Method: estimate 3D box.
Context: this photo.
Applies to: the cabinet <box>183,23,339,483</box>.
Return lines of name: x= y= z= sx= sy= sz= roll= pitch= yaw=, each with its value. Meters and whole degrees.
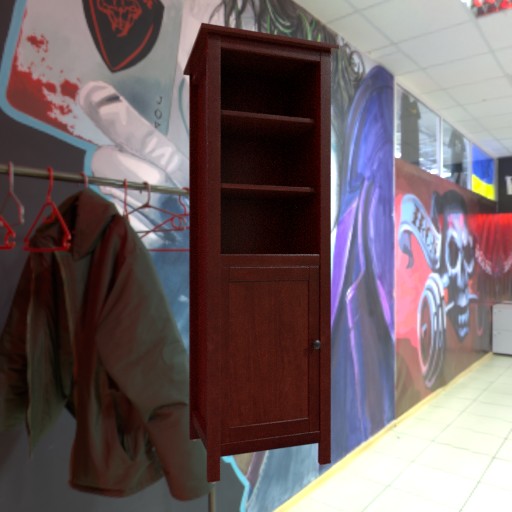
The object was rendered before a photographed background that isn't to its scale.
cabinet: x=0.000 y=0.000 z=1.707 sx=0.500 sy=1.518 sz=0.401 roll=0 pitch=0 yaw=-18
